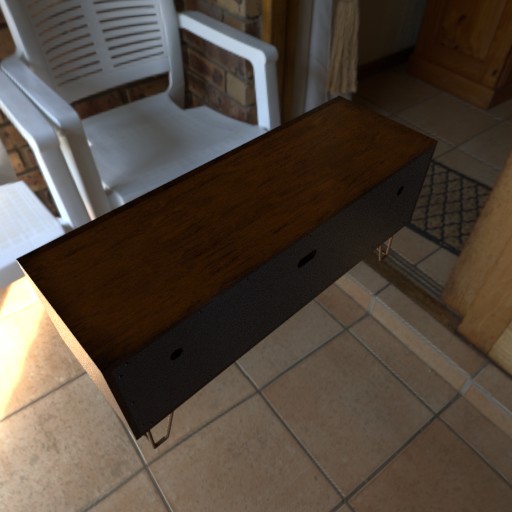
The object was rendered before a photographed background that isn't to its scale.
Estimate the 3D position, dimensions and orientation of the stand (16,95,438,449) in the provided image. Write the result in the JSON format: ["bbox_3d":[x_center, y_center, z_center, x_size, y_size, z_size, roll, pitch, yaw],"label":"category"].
[{"bbox_3d":[0.000,0.000,1.644,1.372,0.610,0.481,-34,56,-28],"label":"stand"}]
